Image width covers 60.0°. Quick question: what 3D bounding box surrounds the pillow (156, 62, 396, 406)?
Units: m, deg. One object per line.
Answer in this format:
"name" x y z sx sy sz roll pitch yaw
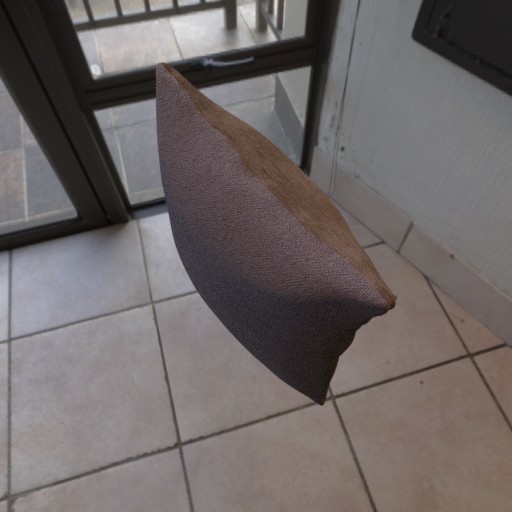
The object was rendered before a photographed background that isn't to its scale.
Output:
"pillow" 0.000 0.000 0.691 0.204 0.439 0.452 -31 64 -17
